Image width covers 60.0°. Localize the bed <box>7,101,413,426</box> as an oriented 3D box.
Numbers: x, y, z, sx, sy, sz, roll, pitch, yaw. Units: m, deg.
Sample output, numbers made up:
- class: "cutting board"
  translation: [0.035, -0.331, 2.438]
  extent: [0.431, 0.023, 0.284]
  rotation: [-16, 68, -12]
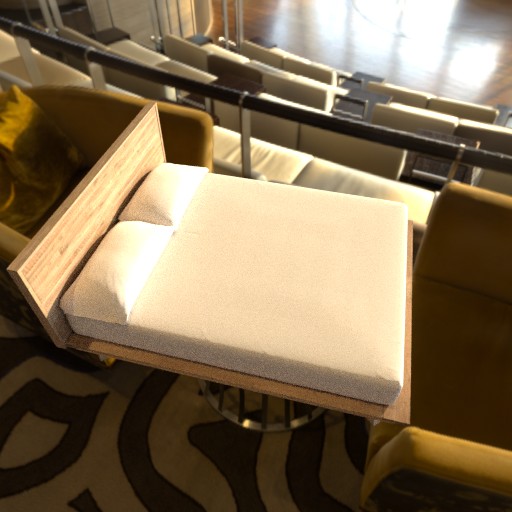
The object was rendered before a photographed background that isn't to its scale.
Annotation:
- class: "bed"
  translation: [0.000, 0.000, 3.008]
  extent: [2.145, 1.071, 1.759]
  rotation: [10, 48, 10]
